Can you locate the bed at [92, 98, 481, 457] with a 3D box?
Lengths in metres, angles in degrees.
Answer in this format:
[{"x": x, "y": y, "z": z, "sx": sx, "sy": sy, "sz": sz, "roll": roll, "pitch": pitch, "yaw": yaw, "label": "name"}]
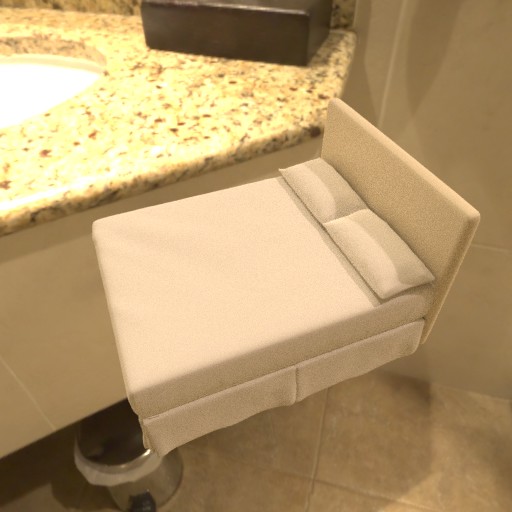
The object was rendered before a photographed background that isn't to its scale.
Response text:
[{"x": 0.000, "y": 0.000, "z": 3.180, "sx": 2.147, "sy": 1.330, "sz": 1.714, "roll": -16, "pitch": 46, "yaw": -16, "label": "bed"}]
